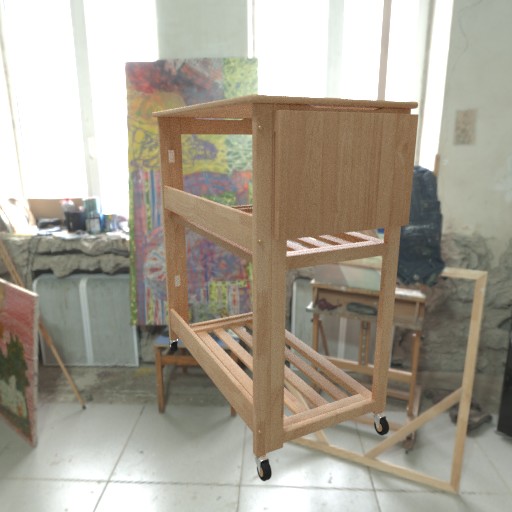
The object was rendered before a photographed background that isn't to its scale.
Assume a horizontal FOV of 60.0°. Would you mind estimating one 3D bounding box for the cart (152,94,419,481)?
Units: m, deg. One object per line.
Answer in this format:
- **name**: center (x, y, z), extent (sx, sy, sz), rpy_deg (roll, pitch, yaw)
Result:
- **cart**: center (0.000, 0.000, 1.391), extent (0.432, 0.879, 0.853), rpy_deg (-8, 17, -26)
